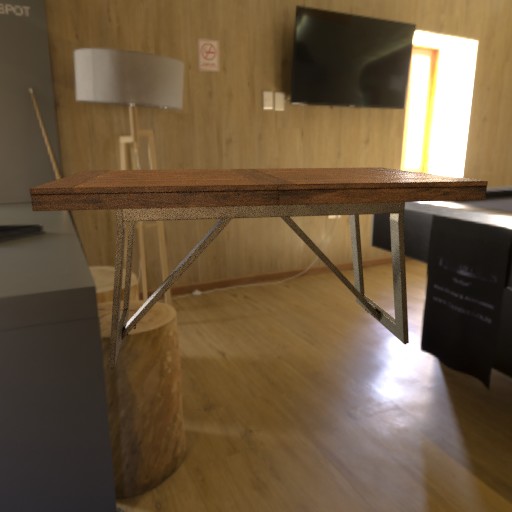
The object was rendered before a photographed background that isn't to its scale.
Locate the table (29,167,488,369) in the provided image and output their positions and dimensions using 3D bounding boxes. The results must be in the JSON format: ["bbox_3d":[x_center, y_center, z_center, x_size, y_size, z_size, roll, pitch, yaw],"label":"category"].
[{"bbox_3d":[0.000,0.000,2.099,1.641,0.757,0.931,-3,15,-10],"label":"table"}]
